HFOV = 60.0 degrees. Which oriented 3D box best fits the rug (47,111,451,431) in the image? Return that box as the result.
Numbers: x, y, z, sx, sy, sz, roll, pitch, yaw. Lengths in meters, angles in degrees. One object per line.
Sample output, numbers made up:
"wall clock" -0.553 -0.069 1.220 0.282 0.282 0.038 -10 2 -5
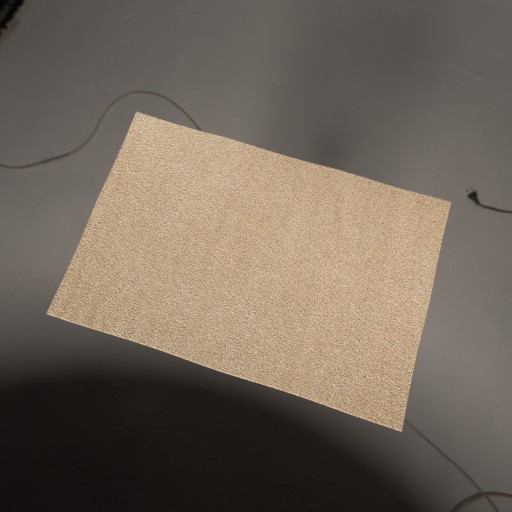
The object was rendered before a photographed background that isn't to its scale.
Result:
"rug" 0.000 0.000 3.424 2.699 0.025 1.800 17 75 5
